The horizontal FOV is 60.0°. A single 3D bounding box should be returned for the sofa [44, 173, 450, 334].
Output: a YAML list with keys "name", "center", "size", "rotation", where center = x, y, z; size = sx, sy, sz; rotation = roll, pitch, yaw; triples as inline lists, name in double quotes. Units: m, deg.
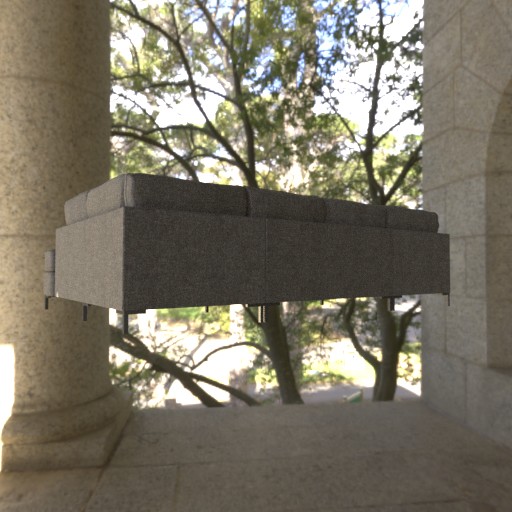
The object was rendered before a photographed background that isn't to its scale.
- name: "sofa"
  center: [0.000, 0.000, 4.305]
  size: [3.423, 0.999, 2.048]
  rotation: [1, -2, -36]
